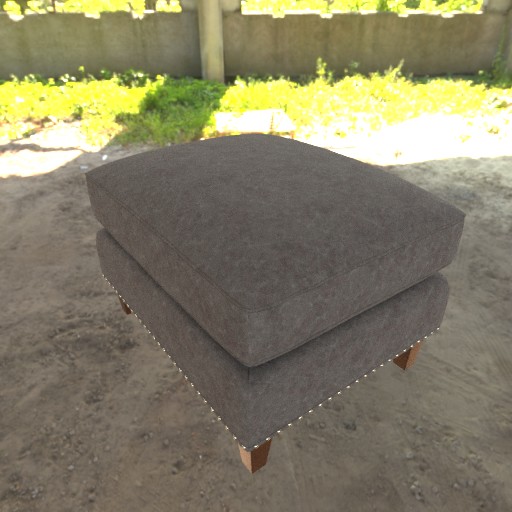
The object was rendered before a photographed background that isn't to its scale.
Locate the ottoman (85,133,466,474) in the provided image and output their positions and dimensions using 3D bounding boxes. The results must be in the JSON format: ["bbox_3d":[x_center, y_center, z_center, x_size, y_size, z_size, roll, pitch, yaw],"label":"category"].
[{"bbox_3d":[0.000,0.000,1.116,0.584,0.513,0.741,-20,36,-31],"label":"ottoman"}]
